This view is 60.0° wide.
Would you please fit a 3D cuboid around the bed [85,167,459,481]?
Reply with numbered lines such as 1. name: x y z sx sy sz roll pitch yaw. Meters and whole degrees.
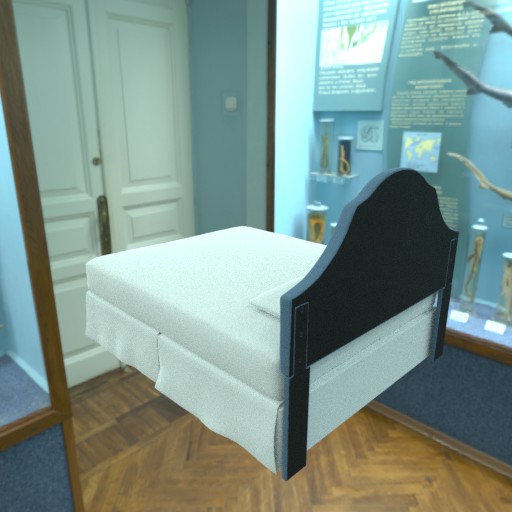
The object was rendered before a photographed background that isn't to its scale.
1. bed: 0.000 0.000 3.673 2.039 1.617 2.477 -16 23 -42
